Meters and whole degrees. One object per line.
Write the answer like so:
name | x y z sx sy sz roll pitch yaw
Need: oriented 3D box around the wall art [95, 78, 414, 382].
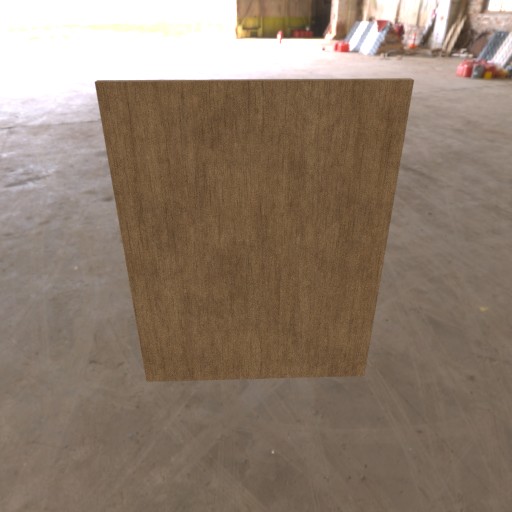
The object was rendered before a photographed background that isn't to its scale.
wall art | 0.000 0.000 0.919 0.534 0.686 0.018 -1 30 -2
